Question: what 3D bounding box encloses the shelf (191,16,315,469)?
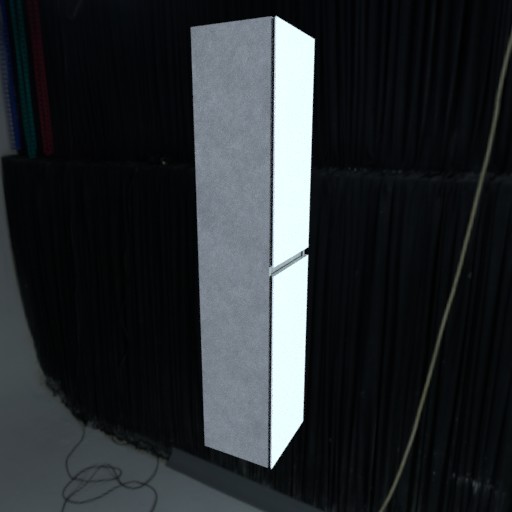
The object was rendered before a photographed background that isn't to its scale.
[{"bbox_3d":[0.000,0.000,1.524,0.270,1.400,0.300,7,16,26],"label":"shelf"}]
